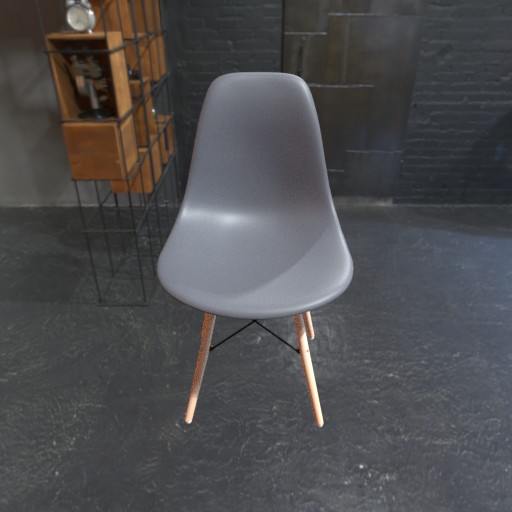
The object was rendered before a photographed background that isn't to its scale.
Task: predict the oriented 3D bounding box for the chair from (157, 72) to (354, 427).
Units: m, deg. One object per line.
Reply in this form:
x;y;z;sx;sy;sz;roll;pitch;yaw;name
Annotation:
0.000;0.000;1.160;0.470;0.826;0.533;1;30;2;chair
